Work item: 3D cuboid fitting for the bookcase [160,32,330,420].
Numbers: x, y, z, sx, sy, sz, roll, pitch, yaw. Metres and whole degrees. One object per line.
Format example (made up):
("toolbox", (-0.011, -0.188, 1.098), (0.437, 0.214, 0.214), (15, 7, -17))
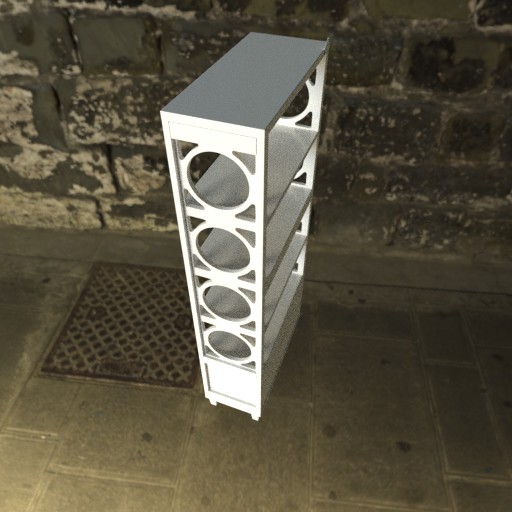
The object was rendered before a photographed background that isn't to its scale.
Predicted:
("bookcase", (0.000, 0.000, 2.163), (0.361, 1.869, 0.761), (15, 46, 15))
